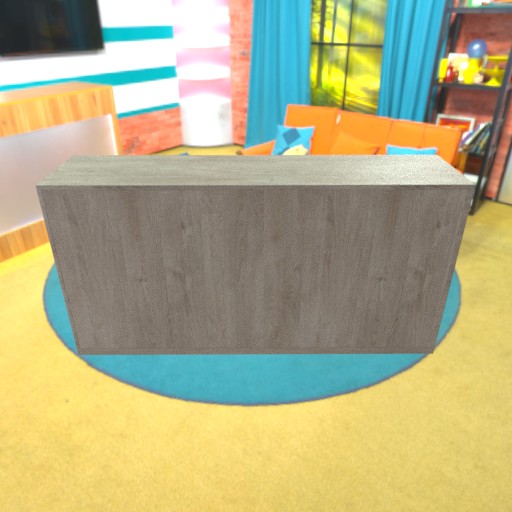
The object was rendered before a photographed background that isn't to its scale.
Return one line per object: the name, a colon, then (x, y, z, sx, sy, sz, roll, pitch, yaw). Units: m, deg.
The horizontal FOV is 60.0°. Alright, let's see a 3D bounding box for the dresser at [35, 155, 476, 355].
dresser: (0.000, 0.000, 1.956, 1.590, 0.795, 0.390, 0, 29, -1)
